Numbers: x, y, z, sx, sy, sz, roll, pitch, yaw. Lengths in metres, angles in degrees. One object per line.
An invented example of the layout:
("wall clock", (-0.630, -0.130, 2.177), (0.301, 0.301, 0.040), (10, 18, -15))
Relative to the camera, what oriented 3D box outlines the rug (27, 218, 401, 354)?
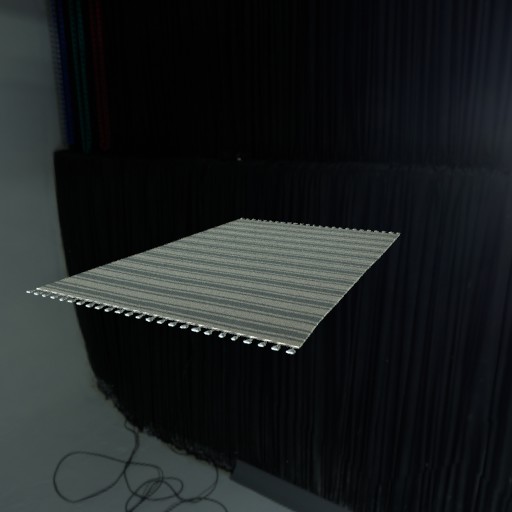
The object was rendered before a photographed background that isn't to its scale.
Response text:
("rug", (0.000, 0.000, 3.064), (1.539, 0.011, 2.410), (8, 17, 26))
